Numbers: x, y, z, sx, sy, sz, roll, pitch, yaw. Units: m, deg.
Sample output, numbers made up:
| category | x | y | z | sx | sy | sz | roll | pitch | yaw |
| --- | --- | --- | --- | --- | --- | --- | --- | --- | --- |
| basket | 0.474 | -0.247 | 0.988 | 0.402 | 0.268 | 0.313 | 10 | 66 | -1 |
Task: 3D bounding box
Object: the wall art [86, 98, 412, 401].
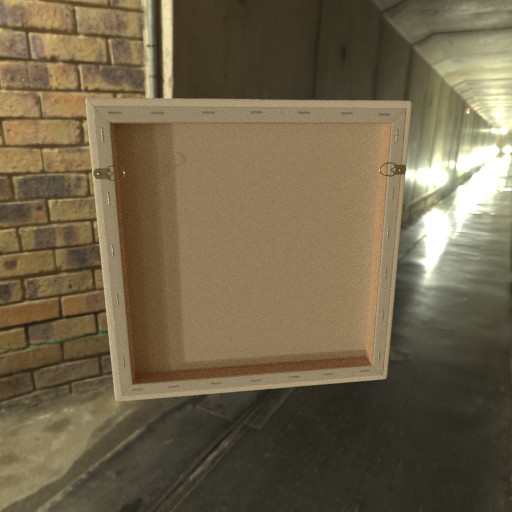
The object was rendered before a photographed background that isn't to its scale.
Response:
| category | x | y | z | sx | sy | sz | roll | pitch | yaw |
| --- | --- | --- | --- | --- | --- | --- | --- | --- | --- |
| wall art | 0.000 | 0.000 | 0.763 | 0.507 | 0.508 | 0.038 | -2 | 16 | -8 |
